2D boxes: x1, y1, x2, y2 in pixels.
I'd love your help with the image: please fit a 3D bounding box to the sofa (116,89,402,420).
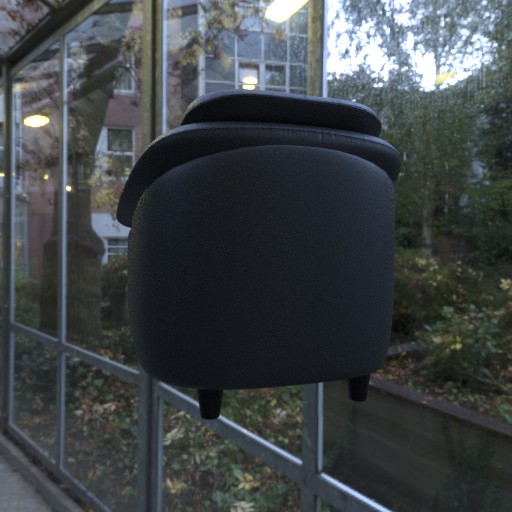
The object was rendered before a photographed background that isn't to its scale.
[{"bbox_3d":[0.000,0.000,1.454,0.870,0.811,0.794,0,1,-18],"label":"sofa"}]
